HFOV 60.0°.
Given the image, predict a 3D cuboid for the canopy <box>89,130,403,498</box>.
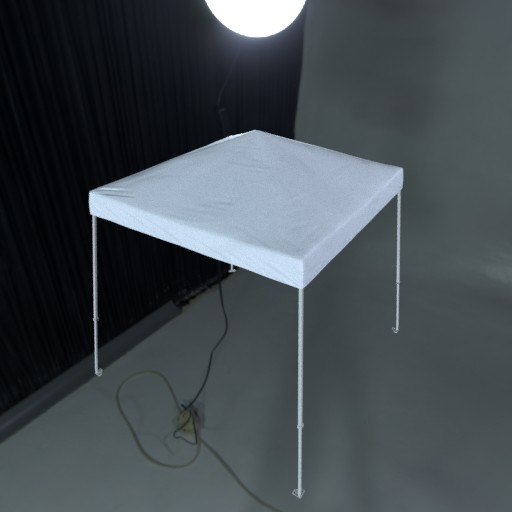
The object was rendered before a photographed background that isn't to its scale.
[{"bbox_3d":[0.000,0.000,6.375,3.600,3.600,3.599,19,35,28],"label":"canopy"}]
